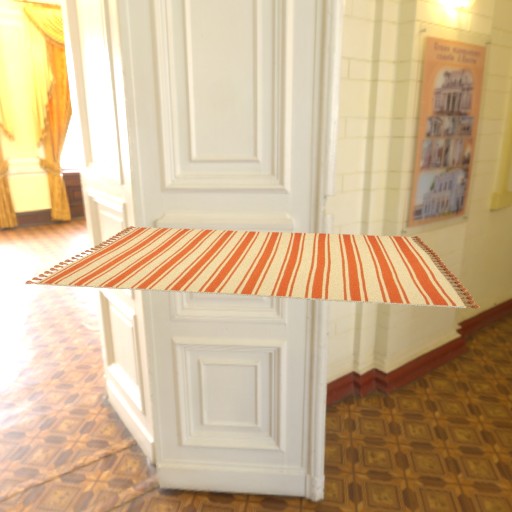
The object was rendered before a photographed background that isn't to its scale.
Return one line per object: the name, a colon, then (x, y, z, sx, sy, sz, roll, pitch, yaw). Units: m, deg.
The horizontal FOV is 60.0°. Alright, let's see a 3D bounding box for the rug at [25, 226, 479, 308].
rug: (0.000, 0.000, 2.572, 2.092, 0.017, 1.232, 2, 17, 8)
